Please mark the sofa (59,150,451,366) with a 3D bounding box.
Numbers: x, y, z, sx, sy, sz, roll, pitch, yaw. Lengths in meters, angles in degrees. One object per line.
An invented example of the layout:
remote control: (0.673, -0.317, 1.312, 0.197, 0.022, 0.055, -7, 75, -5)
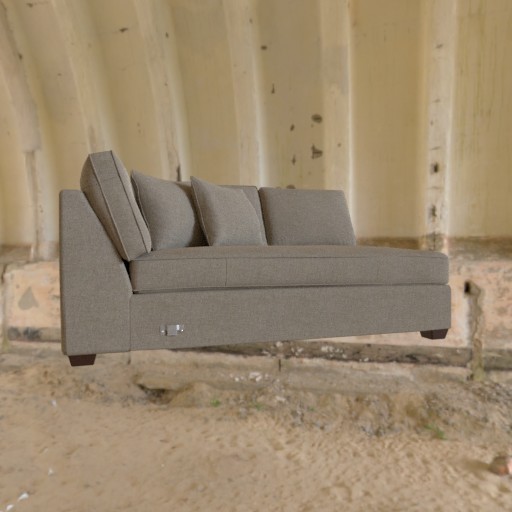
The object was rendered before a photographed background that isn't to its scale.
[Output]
sofa: (0.000, 0.000, 2.849, 2.238, 1.019, 1.110, 0, 1, -19)
